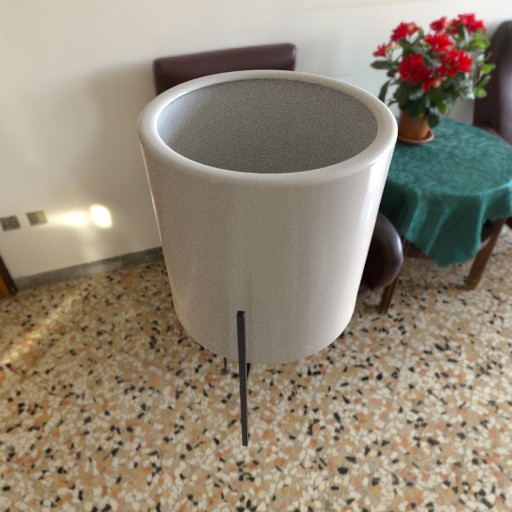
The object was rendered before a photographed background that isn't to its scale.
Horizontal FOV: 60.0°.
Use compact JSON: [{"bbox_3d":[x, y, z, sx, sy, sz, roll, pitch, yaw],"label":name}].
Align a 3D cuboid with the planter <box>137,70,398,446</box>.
[{"bbox_3d":[0.000,0.000,0.632,0.308,0.431,0.307,25,47,25],"label":"planter"}]
